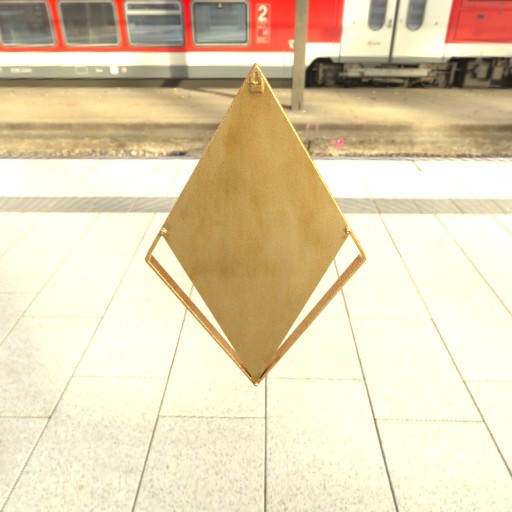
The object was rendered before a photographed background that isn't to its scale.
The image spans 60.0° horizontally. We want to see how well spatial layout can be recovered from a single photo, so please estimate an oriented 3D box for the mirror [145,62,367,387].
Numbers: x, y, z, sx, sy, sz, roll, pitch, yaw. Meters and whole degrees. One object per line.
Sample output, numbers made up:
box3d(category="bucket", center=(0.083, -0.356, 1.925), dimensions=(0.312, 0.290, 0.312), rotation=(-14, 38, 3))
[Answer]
box3d(category="mirror", center=(0.000, 0.000, 0.845), dimensions=(0.419, 0.679, 0.032), rotation=(0, 31, -1))
